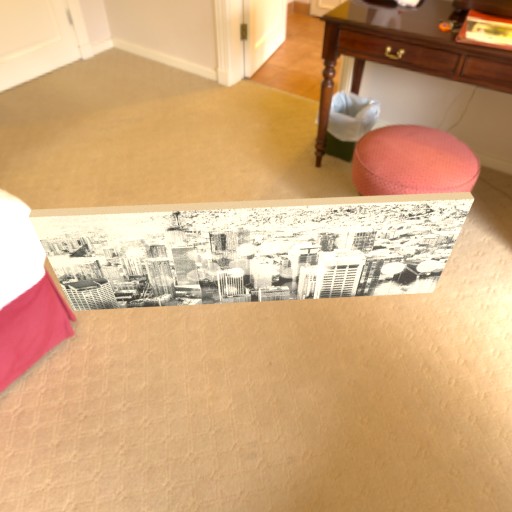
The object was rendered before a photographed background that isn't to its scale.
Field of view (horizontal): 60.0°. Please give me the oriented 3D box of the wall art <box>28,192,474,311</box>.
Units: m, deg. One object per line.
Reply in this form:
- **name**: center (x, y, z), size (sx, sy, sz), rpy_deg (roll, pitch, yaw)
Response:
- **wall art**: center (0.000, 0.000, 1.702), size (1.520, 0.507, 0.044), rpy_deg (-3, 45, -3)
